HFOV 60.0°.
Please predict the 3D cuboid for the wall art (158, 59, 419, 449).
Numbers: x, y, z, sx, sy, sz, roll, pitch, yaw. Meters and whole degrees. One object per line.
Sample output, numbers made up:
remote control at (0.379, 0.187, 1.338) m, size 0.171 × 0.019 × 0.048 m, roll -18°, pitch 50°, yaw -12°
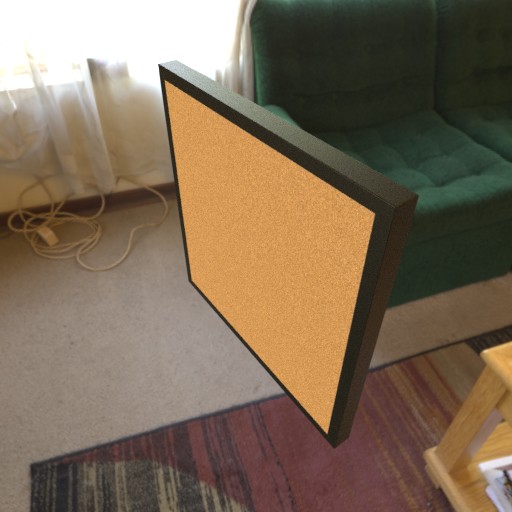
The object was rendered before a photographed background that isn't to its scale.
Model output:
wall art at (0.000, 0.000, 0.757) m, size 0.036 × 0.508 × 0.508 m, roll -26°, pitch 48°, yaw -26°
